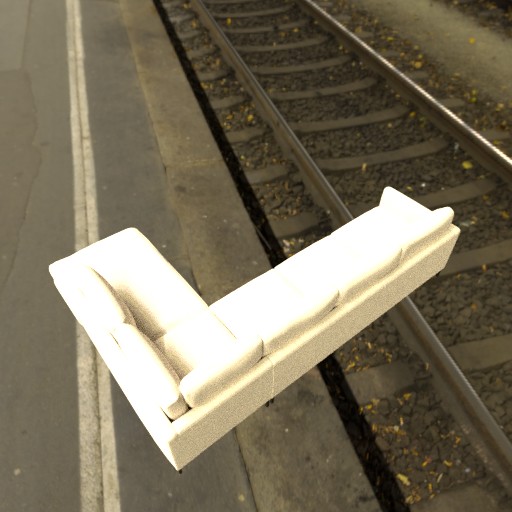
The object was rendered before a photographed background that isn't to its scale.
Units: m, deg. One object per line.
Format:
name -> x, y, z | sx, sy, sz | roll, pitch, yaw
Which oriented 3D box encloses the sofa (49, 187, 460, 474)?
sofa -> 0.000, 0.000, 3.836 | 2.949, 0.815, 2.007 | -30, 53, -26
